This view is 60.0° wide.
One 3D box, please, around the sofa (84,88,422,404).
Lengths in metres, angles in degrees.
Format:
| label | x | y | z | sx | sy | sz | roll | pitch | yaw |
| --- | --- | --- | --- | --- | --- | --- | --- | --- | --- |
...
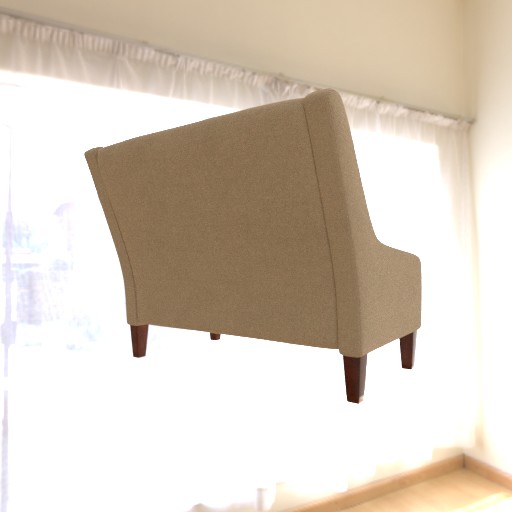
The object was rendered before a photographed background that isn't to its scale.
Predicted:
| label | x | y | z | sx | sy | sz | roll | pitch | yaw |
| --- | --- | --- | --- | --- | --- | --- | --- | --- | --- |
| sofa | 0.000 | 0.000 | 1.971 | 1.212 | 0.976 | 0.946 | 0 | 0 | 37 |
